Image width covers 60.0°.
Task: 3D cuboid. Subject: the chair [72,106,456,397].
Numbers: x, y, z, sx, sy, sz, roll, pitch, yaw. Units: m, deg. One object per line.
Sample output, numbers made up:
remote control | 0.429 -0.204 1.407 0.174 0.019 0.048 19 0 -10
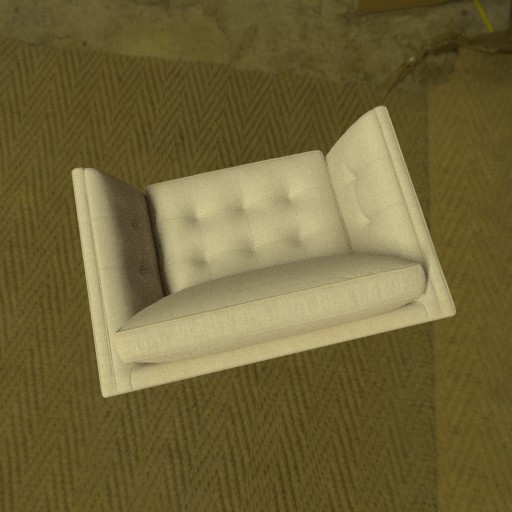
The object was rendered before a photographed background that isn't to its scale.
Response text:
chair | 0.000 0.000 2.090 1.397 0.940 0.965 -12 75 -3
